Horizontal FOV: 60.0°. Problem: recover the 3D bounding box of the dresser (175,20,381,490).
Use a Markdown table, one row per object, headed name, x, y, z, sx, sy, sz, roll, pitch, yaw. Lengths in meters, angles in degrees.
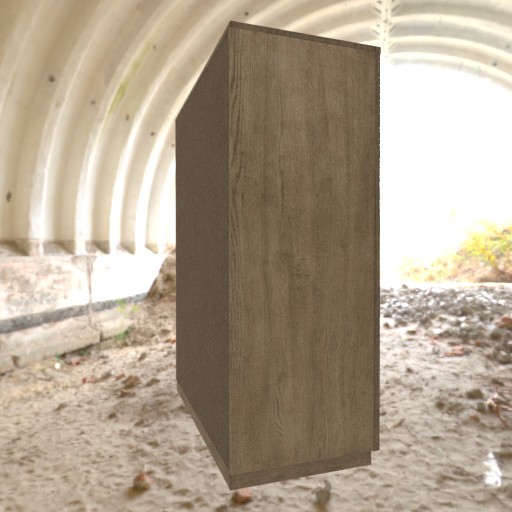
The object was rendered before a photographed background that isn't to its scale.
| name | x | y | z | sx | sy | sz | roll | pitch | yaw |
| --- | --- | --- | --- | --- | --- | --- | --- | --- | --- |
| dresser | 0.000 | 0.000 | 1.749 | 0.483 | 1.295 | 0.967 | 0 | 1 | -19 |
